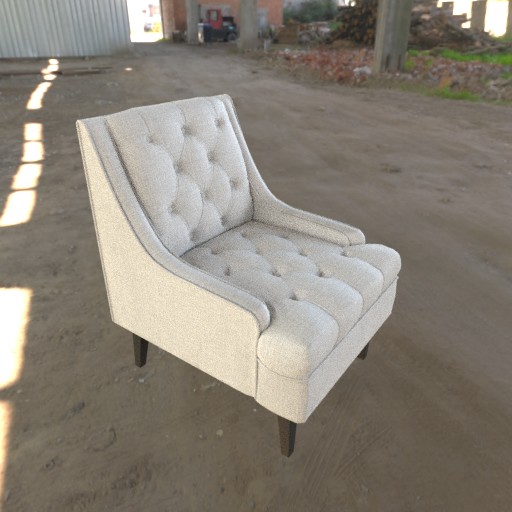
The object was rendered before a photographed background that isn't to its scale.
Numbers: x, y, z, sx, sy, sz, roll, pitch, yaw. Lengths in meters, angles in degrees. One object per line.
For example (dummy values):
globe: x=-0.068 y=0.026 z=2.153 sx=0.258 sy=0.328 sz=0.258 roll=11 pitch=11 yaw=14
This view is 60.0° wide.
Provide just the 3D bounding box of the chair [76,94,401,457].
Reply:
chair: x=0.000 y=0.000 z=1.435 sx=0.772 sy=0.891 sz=0.658 roll=19 pitch=33 yaw=31
